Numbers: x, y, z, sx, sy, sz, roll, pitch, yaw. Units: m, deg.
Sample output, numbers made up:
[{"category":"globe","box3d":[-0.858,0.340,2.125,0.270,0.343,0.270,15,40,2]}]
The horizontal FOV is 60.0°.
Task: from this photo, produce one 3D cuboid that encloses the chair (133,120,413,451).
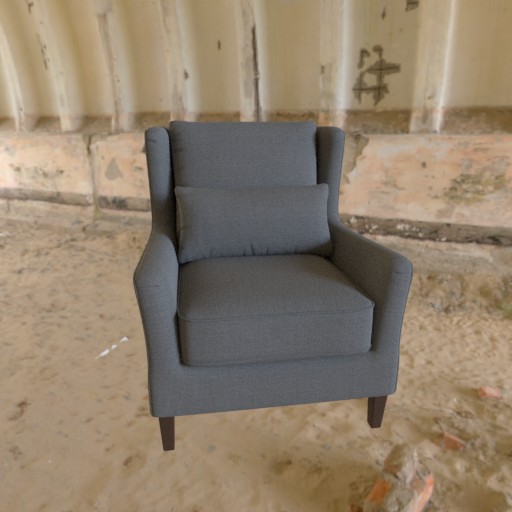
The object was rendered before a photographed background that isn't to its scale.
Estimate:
[{"category":"chair","box3d":[0.000,0.000,1.803,0.866,1.056,1.040,-3,17,-9]}]
